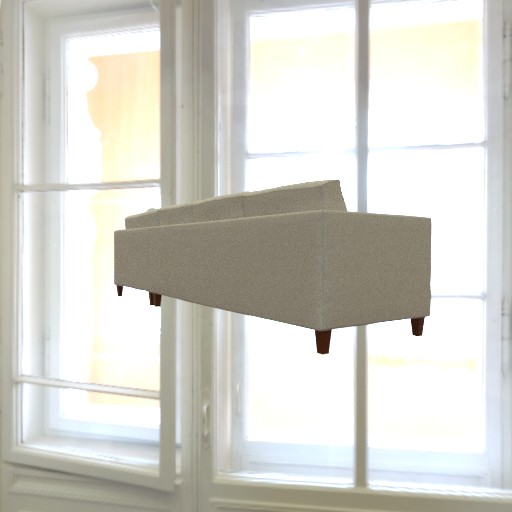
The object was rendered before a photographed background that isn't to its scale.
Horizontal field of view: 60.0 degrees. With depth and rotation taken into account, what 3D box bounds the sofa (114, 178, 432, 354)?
[{"bbox_3d":[0.000,0.000,4.091,1.599,0.954,3.471,-1,1,-35],"label":"sofa"}]
